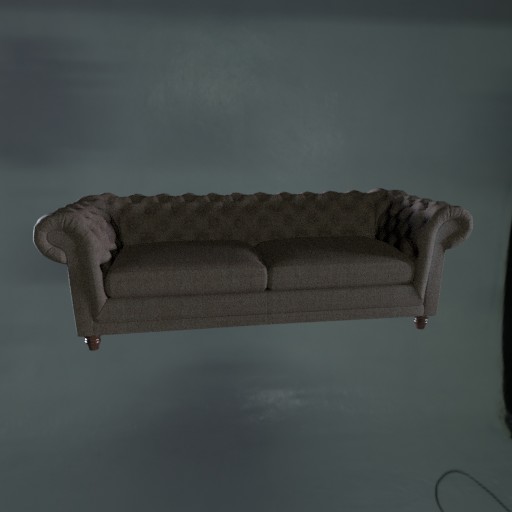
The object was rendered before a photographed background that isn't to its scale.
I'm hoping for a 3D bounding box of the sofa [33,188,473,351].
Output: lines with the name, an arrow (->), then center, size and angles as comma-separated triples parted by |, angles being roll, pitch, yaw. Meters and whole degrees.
sofa -> 0.000, 0.000, 2.852 | 2.385, 0.787, 0.944 | -2, 14, -8
